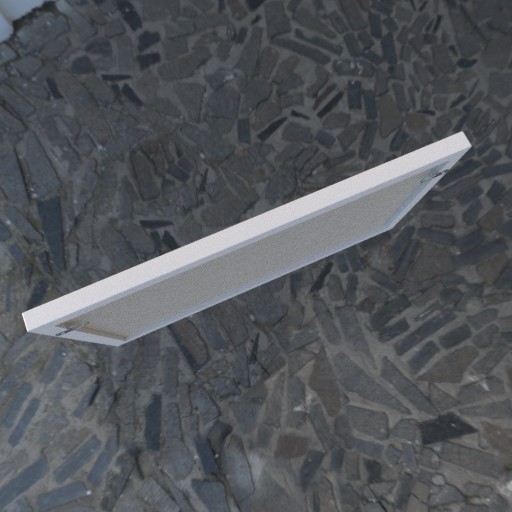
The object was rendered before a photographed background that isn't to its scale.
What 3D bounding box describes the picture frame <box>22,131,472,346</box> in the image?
[{"bbox_3d":[0.000,0.000,0.778,0.647,0.379,0.044,-23,77,-6],"label":"picture frame"}]
